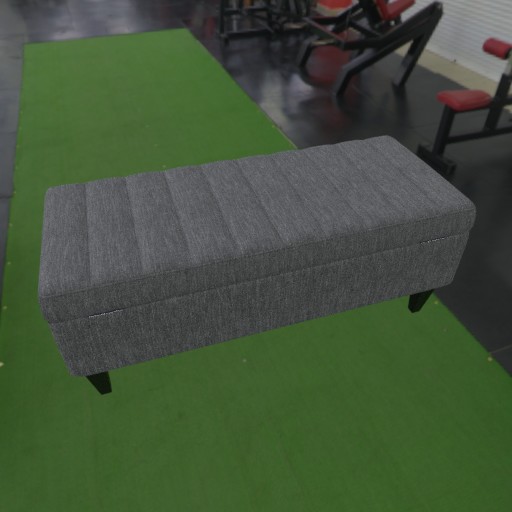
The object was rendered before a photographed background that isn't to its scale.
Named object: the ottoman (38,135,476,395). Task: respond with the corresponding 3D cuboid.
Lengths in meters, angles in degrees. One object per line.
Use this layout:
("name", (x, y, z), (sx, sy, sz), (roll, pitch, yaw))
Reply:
("ottoman", (0.000, 0.000, 1.383), (1.151, 0.469, 0.482), (-12, 42, -13))
